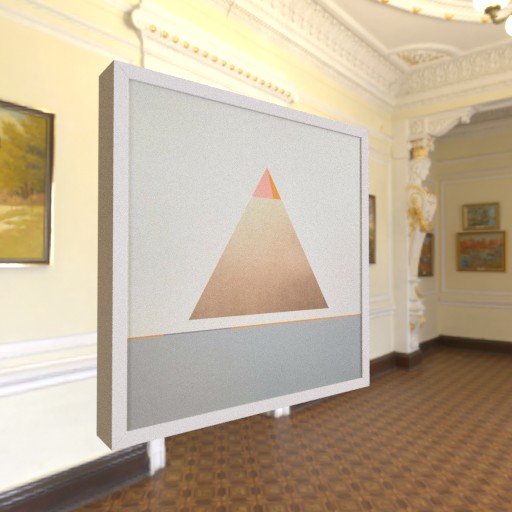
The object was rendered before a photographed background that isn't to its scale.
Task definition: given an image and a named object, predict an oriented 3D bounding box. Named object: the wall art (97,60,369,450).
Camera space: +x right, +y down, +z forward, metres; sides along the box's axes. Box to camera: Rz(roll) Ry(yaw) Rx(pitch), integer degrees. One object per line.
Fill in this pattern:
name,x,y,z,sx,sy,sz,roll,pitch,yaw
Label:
wall art,0.000,0.000,0.451,0.305,0.304,0.038,1,-1,-37
